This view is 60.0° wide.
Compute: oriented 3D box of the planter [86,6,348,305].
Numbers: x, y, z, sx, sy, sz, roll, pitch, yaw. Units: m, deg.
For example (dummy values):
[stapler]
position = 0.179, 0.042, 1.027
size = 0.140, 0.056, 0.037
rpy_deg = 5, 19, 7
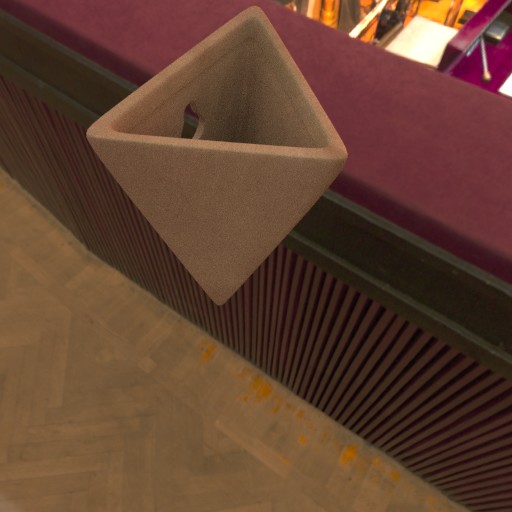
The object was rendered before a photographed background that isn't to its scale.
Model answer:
[planter]
position = 0.000, 0.000, 0.260
size = 0.081, 0.224, 0.101
rpy_deg = 32, 64, 18
